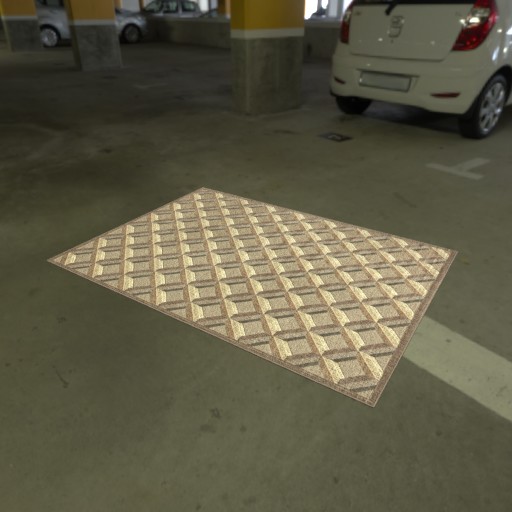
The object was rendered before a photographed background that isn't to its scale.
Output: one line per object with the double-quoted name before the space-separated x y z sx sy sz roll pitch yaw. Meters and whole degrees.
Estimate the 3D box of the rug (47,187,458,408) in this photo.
"rug" 0.000 0.000 4.366 3.294 0.018 2.382 18 34 29
